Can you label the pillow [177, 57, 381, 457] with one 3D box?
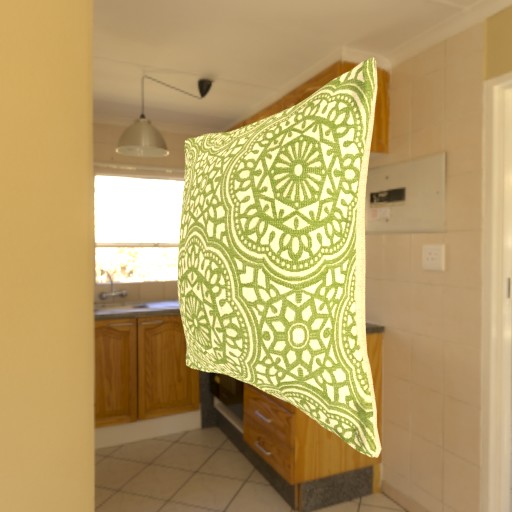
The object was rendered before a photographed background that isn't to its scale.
[{"bbox_3d":[0.000,0.000,0.638,0.162,0.419,0.440,-1,2,-35],"label":"pillow"}]
